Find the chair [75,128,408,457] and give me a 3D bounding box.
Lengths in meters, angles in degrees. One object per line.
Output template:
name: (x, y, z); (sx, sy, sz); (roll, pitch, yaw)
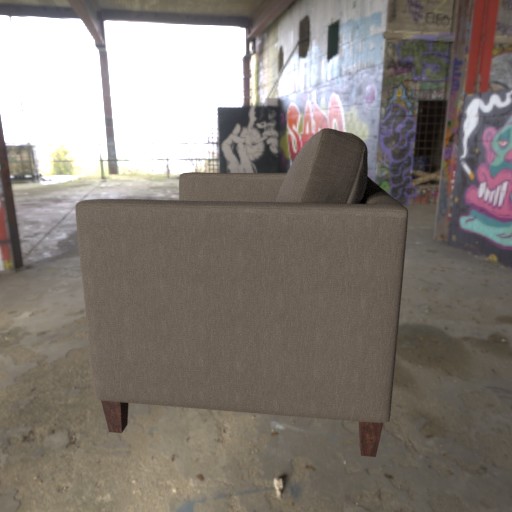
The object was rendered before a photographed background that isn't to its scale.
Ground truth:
chair: (0.000, 0.000, 1.764); (0.959, 0.963, 1.107); (2, 15, 7)
